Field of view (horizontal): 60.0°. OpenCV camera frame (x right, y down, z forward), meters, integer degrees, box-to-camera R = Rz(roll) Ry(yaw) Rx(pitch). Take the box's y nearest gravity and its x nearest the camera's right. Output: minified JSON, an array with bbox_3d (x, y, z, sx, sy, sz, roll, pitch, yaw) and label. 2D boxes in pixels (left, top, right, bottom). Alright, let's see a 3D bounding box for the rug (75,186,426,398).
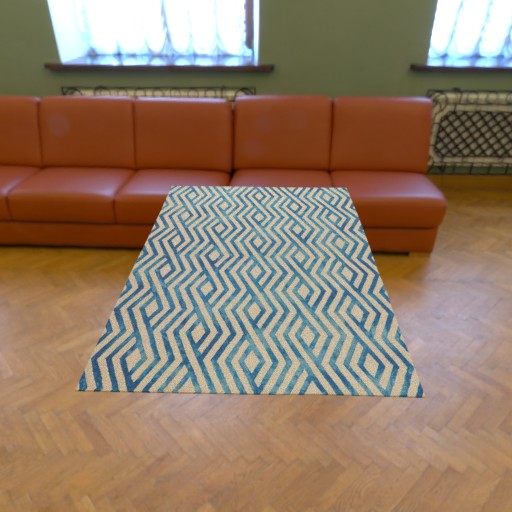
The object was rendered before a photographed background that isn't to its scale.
[{"bbox_3d":[0.000,0.000,2.317,1.225,0.008,1.830,1,32,1],"label":"rug"}]
